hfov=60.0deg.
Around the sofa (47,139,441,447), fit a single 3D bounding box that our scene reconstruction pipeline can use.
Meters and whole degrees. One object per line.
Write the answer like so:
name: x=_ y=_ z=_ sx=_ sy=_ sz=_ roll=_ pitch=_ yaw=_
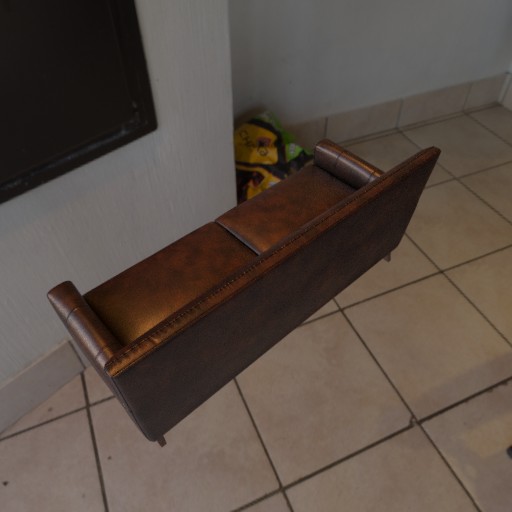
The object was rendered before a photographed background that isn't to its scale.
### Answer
sofa: x=0.000 y=0.000 z=2.431 sx=1.995 sy=0.871 sz=0.786 roll=-33 pitch=55 yaw=-27
